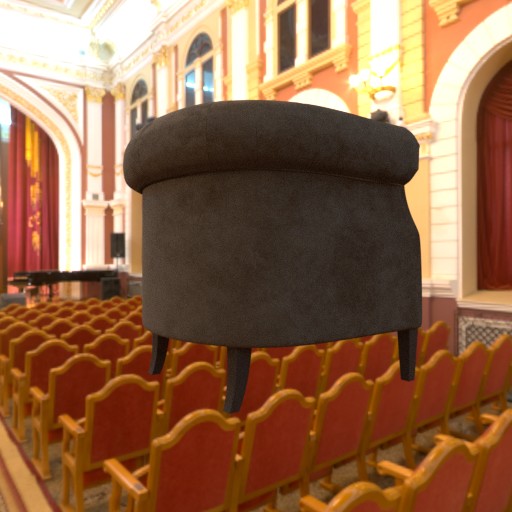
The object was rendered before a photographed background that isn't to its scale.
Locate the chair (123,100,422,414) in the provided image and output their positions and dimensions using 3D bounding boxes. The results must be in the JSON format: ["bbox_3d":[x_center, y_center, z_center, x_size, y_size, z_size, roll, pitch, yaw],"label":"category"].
[{"bbox_3d":[0.000,0.000,1.529,0.851,0.826,0.904,0,0,-37],"label":"chair"}]
